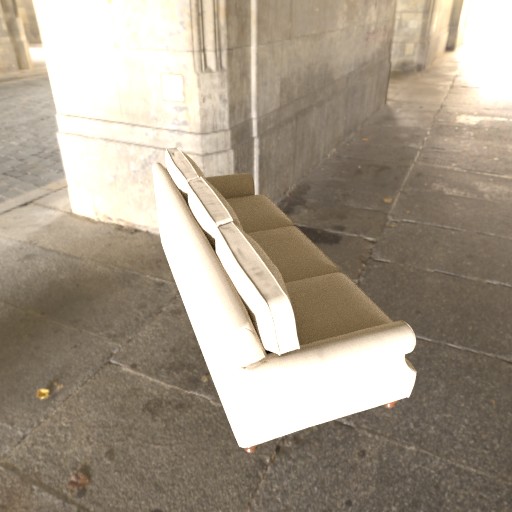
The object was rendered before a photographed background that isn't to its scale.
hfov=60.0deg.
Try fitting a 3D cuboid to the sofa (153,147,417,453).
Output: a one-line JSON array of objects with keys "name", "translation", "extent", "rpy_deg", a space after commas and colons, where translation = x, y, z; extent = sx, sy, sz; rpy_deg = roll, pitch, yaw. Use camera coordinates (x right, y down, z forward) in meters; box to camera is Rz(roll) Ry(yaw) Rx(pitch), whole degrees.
[{"name": "sofa", "translation": [0.000, 0.000, 2.905], "extent": [0.966, 0.948, 2.354], "rpy_deg": [-10, 32, -17]}]
